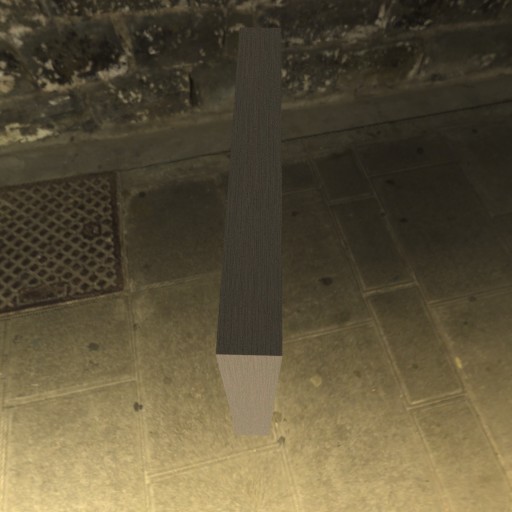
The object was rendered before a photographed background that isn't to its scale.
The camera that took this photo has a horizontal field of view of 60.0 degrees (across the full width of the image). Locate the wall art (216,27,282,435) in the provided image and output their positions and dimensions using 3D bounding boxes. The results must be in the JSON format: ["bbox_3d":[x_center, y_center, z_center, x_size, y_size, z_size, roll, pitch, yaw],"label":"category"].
[{"bbox_3d":[0.000,0.000,0.458,0.038,0.303,0.304,1,60,1],"label":"wall art"}]
